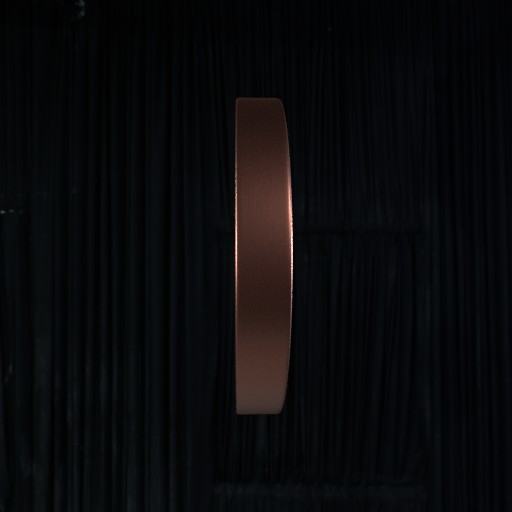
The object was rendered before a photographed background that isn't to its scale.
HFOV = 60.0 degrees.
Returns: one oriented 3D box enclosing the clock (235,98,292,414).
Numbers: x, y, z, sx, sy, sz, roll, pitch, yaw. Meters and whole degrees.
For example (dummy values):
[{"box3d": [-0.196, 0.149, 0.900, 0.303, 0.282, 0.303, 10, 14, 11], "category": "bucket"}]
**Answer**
[{"box3d": [0.000, 0.000, 0.467, 0.040, 0.313, 0.313, 0, 1, -2], "category": "clock"}]
